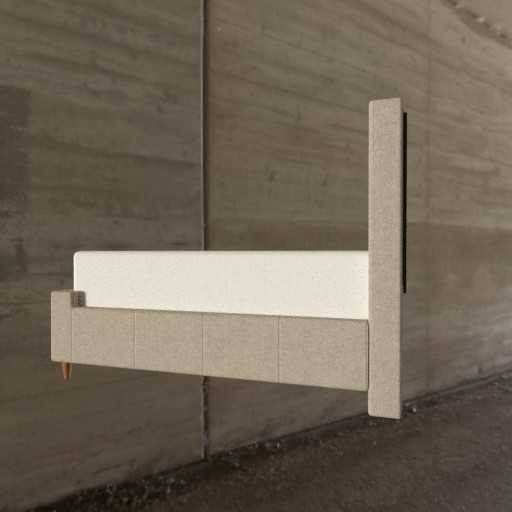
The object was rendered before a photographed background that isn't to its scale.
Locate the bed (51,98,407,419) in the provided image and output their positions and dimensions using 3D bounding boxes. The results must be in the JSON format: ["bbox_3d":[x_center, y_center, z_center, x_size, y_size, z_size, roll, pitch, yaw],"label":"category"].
[{"bbox_3d":[0.000,0.000,3.705,2.370,1.743,2.045,0,1,18],"label":"bed"}]
